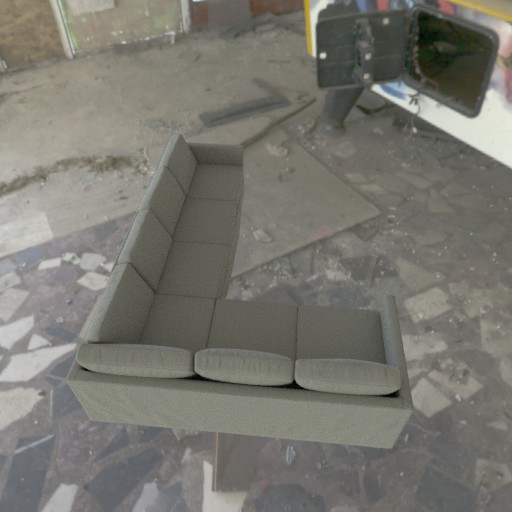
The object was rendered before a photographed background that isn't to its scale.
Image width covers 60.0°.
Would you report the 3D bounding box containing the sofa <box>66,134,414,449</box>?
[{"bbox_3d":[0.000,0.000,4.312,2.432,0.871,3.182,4,46,4],"label":"sofa"}]
